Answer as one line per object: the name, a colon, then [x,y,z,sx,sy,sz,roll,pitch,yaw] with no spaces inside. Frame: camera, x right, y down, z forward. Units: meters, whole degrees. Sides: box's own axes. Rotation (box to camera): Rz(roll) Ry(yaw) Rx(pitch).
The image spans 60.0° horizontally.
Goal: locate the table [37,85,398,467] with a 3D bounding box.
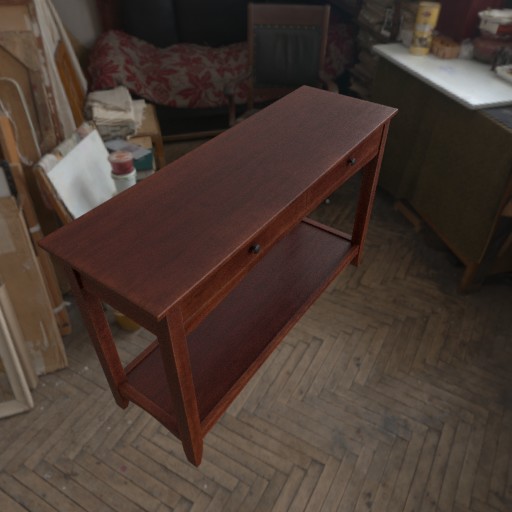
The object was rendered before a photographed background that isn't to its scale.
table: [0.000,0.000,1.538,0.392,0.739,1.188,25,47,26]
